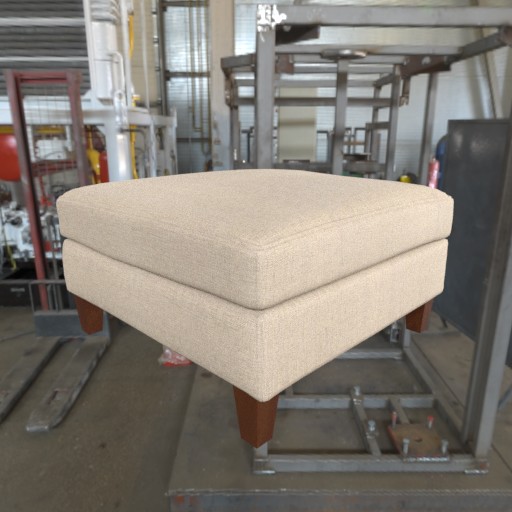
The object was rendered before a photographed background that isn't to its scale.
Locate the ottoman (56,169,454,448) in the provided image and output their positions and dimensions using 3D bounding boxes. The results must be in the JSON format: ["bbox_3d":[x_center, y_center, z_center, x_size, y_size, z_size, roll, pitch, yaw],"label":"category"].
[{"bbox_3d":[0.000,0.000,1.323,0.838,0.481,0.838,15,22,42],"label":"ottoman"}]
